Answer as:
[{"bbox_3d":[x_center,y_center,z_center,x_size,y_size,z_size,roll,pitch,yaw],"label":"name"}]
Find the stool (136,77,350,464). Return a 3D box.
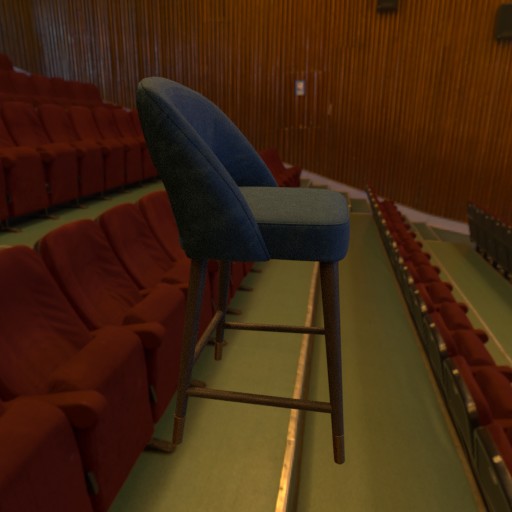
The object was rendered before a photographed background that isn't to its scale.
[{"bbox_3d":[0.000,0.000,1.227,0.524,0.925,0.536,3,17,9],"label":"stool"}]
